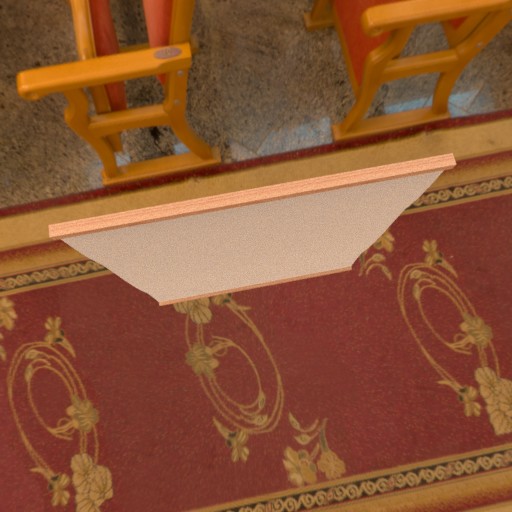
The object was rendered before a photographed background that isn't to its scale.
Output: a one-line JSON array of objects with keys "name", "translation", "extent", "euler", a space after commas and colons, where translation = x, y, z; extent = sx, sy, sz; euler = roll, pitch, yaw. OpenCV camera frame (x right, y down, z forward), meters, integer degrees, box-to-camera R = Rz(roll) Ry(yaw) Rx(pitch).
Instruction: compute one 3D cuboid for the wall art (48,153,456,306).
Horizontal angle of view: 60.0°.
[{"name": "wall art", "translation": [0.000, 0.000, 0.682], "extent": [0.406, 0.508, 0.013], "euler": [-10, 76, -3]}]
